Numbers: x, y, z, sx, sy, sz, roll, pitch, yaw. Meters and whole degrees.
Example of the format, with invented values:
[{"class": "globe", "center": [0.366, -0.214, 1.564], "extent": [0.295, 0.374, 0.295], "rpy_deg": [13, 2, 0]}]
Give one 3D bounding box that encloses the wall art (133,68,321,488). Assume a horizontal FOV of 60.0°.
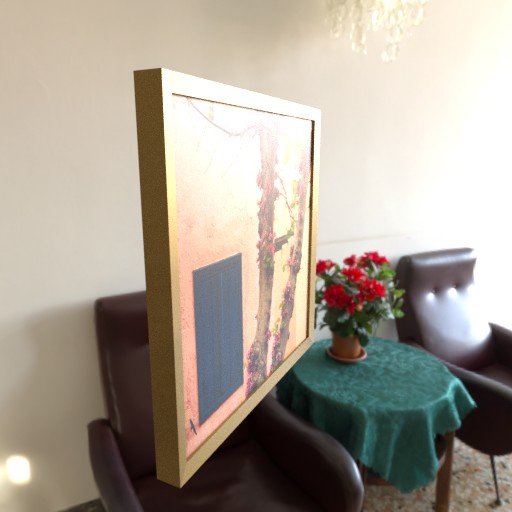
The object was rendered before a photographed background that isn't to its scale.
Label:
[{"class": "wall art", "center": [0.000, 0.000, 0.745], "extent": [0.038, 0.508, 0.507], "rpy_deg": [6, 14, 26]}]
